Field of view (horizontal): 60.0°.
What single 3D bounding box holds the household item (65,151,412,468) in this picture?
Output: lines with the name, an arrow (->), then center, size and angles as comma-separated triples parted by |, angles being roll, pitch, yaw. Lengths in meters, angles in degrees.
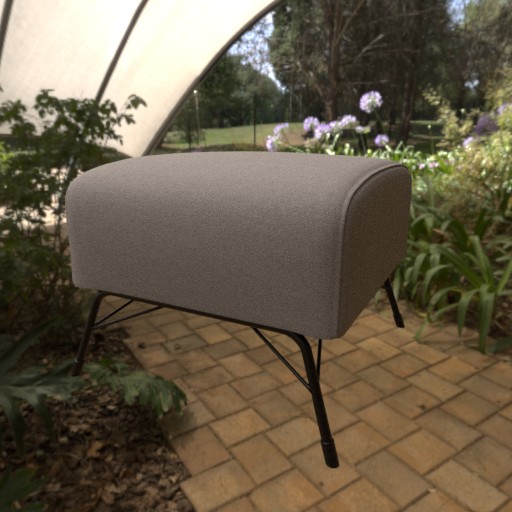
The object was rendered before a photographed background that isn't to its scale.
household item -> 0.000, 0.000, 0.898 | 0.530, 0.410, 0.530 | 8, 18, 27
